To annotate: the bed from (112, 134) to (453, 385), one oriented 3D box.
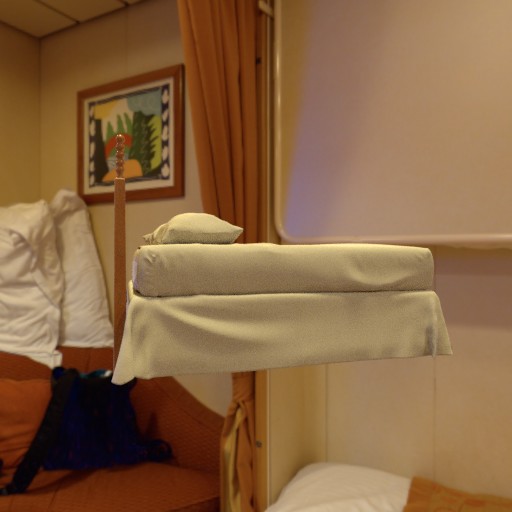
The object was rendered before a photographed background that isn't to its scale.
[{"bbox_3d":[0.000,0.000,3.682,2.219,1.355,2.322,0,0,-16],"label":"bed"}]
